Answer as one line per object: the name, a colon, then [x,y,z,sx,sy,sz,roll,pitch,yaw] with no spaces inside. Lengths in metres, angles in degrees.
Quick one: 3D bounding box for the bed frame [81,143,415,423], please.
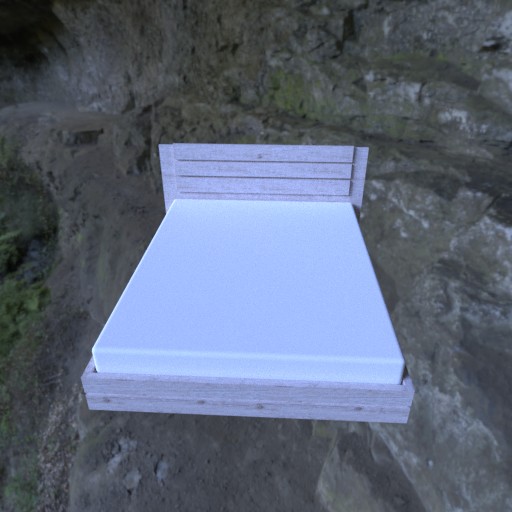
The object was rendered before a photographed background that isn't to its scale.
bed frame: [0.000,0.000,3.041,1.750,0.970,2.080,2,30,3]
